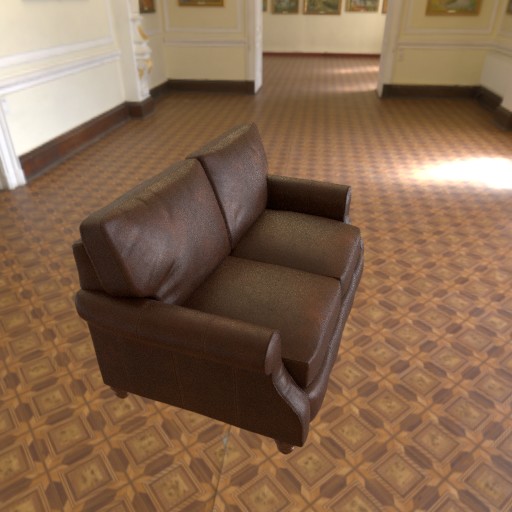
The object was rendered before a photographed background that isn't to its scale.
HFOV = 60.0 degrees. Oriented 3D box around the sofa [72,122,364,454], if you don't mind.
[{"bbox_3d":[0.000,0.000,2.247,0.990,0.976,1.616,11,32,18],"label":"sofa"}]
